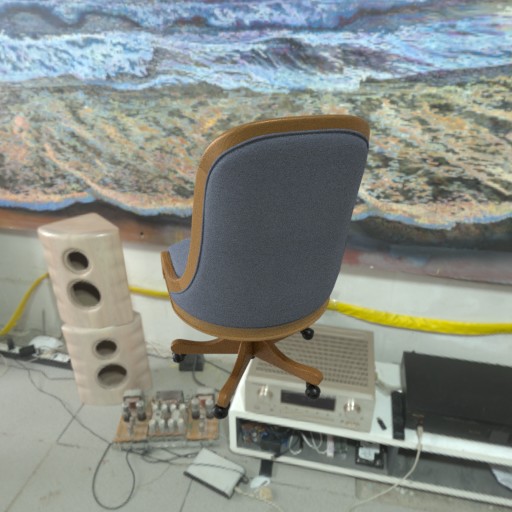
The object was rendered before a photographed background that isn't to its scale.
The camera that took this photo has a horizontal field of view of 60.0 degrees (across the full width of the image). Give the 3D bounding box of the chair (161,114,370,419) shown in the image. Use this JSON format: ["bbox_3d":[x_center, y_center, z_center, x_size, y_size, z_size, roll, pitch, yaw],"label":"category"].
[{"bbox_3d":[0.000,0.000,1.485,0.605,1.031,0.735,-9,29,-16],"label":"chair"}]
